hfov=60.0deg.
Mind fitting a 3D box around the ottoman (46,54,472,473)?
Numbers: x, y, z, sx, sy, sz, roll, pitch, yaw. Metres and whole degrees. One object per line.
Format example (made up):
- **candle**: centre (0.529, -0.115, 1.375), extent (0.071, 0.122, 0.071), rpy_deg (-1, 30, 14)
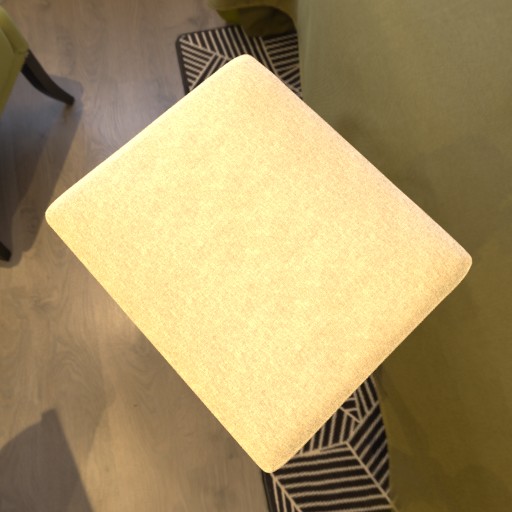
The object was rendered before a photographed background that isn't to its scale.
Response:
- **ottoman**: centre (0.000, 0.000, 1.228), extent (0.693, 0.474, 0.821), rpy_deg (-42, 79, -10)
